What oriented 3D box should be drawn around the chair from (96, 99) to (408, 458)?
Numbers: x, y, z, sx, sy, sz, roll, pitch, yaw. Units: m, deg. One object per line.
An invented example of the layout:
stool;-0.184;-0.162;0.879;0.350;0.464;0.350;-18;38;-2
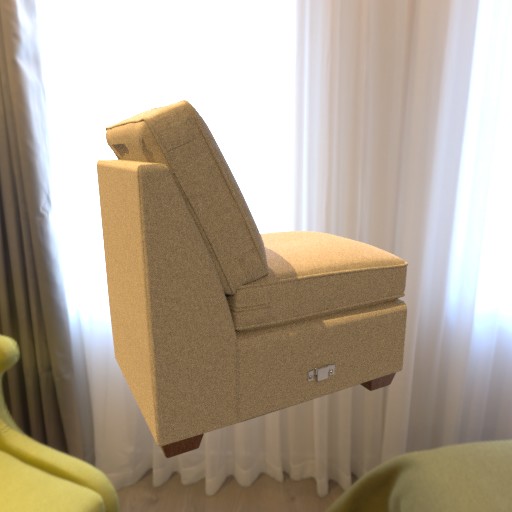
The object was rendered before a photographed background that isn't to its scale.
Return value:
chair;0.000;0.000;1.702;1.020;1.058;0.674;-7;15;-27
